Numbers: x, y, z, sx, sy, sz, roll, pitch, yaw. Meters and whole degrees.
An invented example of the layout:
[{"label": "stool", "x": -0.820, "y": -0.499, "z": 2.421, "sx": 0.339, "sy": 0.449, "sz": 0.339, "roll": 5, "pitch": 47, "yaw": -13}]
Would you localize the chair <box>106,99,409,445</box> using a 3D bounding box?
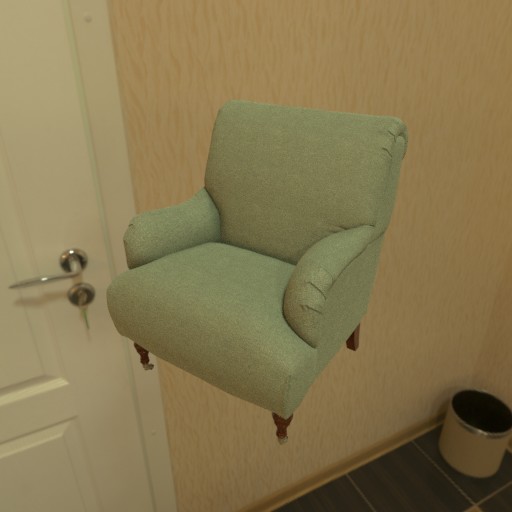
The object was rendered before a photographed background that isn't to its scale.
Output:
[{"label": "chair", "x": 0.000, "y": 0.000, "z": 2.003, "sx": 0.964, "sy": 1.178, "sz": 1.060, "roll": 18, "pitch": 33, "yaw": 29}]
